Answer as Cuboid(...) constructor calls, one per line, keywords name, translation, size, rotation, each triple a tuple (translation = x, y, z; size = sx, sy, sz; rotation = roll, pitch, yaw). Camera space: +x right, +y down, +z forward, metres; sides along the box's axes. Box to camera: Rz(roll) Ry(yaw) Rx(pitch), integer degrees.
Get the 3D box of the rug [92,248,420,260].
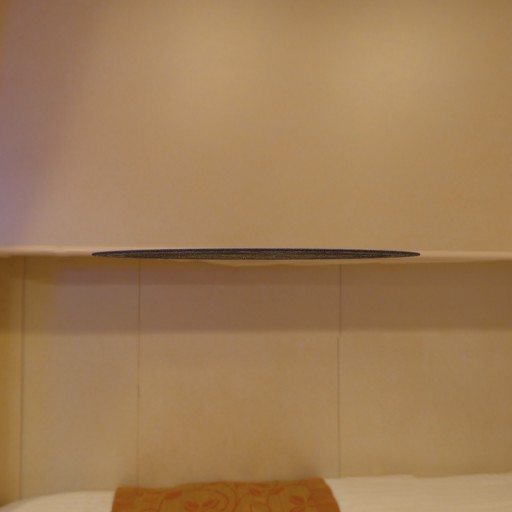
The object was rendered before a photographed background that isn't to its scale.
Cuboid(name="rug", translation=(0.000, 0.000, 3.430), size=(2.386, 0.014, 2.386), rotation=(0, -2, 0))
